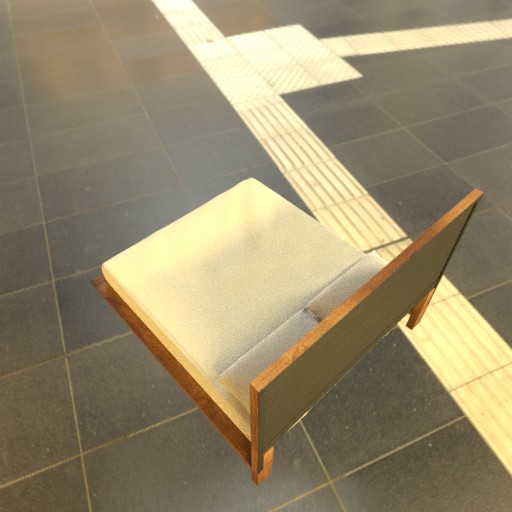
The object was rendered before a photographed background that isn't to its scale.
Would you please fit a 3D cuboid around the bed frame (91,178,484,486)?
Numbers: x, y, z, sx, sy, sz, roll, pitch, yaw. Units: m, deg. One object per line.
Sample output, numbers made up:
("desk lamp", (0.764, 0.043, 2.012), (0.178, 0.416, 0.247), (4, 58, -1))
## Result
("bed frame", (0.000, 0.000, 3.581), (2.038, 1.537, 2.235), (-35, 57, -27))
